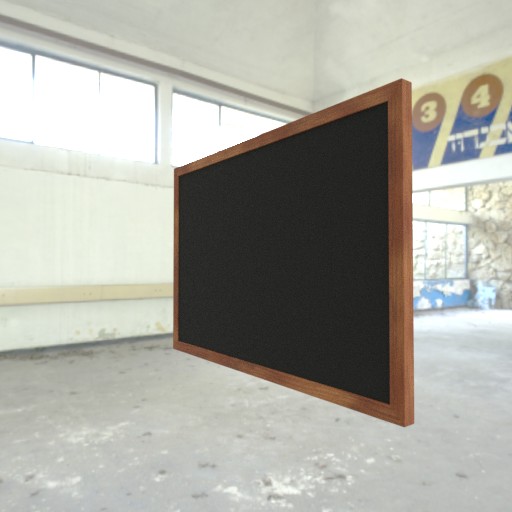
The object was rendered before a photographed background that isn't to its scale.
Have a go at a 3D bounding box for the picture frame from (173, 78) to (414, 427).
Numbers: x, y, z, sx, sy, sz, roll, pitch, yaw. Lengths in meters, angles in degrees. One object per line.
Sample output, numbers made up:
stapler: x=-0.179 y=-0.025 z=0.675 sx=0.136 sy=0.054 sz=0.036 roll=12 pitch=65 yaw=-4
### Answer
picture frame: x=0.000 y=0.000 z=1.203 sx=0.029 sy=0.640 sz=0.950 roll=1 pitch=-2 yaw=-36
